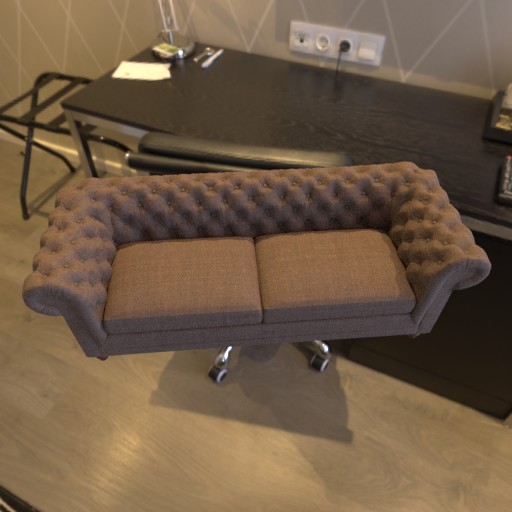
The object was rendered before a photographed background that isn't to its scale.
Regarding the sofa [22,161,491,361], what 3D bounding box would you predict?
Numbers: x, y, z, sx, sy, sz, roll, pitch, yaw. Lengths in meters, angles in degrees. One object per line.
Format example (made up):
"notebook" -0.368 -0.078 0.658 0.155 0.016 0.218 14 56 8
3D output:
"sofa" 0.000 0.000 2.732 2.385 0.787 0.944 -3 46 -3
